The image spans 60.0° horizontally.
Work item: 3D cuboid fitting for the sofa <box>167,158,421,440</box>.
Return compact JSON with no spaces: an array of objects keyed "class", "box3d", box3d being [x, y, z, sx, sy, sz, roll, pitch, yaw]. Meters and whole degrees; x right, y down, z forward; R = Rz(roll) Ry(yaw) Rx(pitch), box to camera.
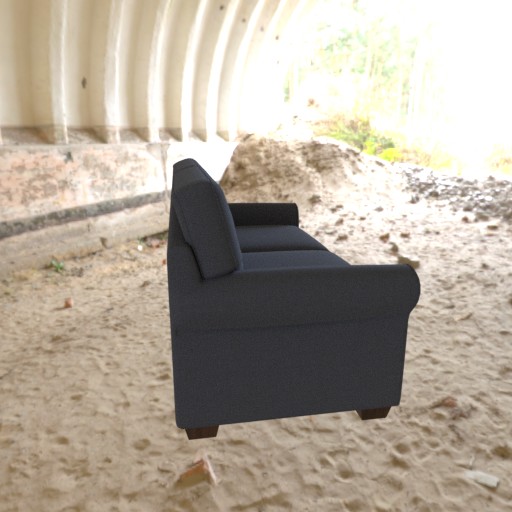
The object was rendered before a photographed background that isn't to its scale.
[{"class":"sofa","box3d":[0.000,0.000,2.514,0.940,1.020,1.930,-3,15,-10]}]
